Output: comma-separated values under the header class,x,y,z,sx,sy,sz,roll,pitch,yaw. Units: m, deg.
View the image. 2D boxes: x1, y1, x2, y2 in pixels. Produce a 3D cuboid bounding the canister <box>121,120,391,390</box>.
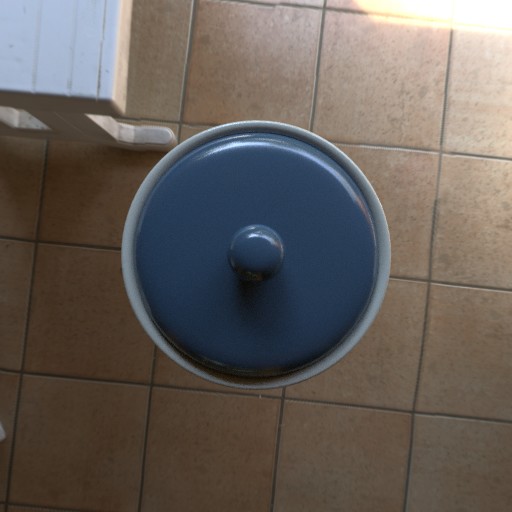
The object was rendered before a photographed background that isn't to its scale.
class,x,y,z,sx,sy,sz,roll,pitch,yaw
canister,0.000,0.000,0.357,0.182,0.208,0.182,0,89,0
